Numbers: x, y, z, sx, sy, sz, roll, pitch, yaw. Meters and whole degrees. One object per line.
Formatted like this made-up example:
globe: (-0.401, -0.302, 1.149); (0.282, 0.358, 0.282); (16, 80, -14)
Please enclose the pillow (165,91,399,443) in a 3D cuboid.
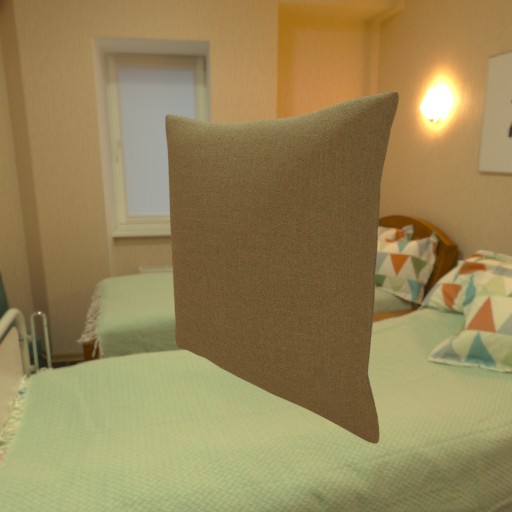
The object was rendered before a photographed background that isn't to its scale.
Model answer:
pillow: (0.000, 0.000, 0.784); (0.512, 0.506, 0.178); (13, 18, 43)
